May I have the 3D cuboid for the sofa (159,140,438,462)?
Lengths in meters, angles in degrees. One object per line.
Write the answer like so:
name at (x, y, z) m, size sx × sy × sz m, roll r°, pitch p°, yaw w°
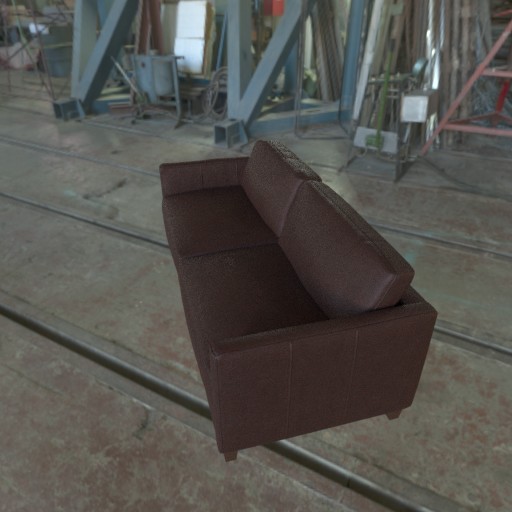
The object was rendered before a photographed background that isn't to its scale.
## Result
sofa at (0.000, 0.000, 2.513) m, size 0.923 × 0.863 × 1.971 m, roll -8°, pitch 33°, yaw -13°
